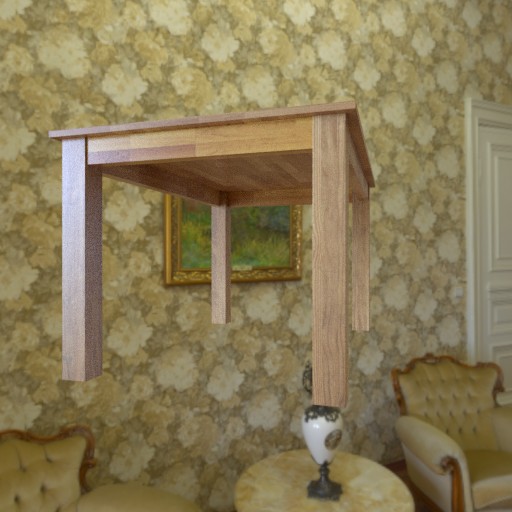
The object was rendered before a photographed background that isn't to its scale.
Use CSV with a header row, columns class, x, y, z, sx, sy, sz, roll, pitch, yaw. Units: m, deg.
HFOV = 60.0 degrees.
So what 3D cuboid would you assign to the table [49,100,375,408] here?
class,x,y,z,sx,sy,sz,roll,pitch,yaw
table,0.000,0.000,1.818,0.900,0.750,1.300,0,0,17
